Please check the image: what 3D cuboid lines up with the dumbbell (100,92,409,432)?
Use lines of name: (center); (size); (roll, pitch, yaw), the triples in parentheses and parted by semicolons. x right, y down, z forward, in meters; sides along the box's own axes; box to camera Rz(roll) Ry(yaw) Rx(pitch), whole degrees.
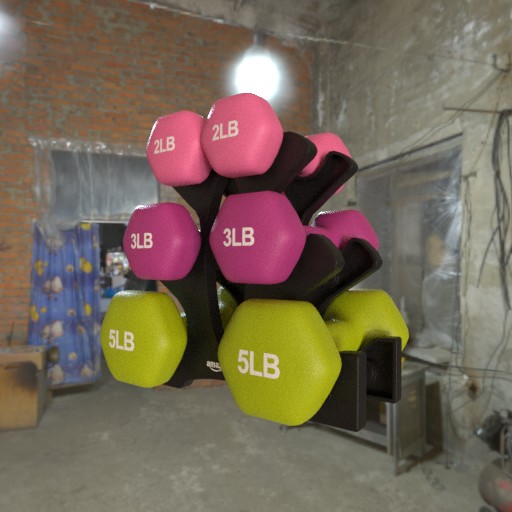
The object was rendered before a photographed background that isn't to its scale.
dumbbell: (0.000, 0.000, 0.438); (0.257, 0.261, 0.203); (0, -1, 36)
